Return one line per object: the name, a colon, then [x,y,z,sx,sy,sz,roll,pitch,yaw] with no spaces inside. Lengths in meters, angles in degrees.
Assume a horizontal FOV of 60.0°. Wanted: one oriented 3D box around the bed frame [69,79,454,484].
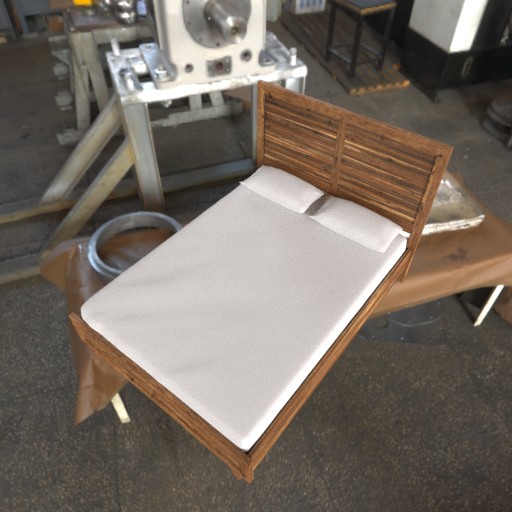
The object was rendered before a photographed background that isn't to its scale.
bed frame: [0.000,0.000,3.321,1.696,1.417,2.276,30,53,25]
